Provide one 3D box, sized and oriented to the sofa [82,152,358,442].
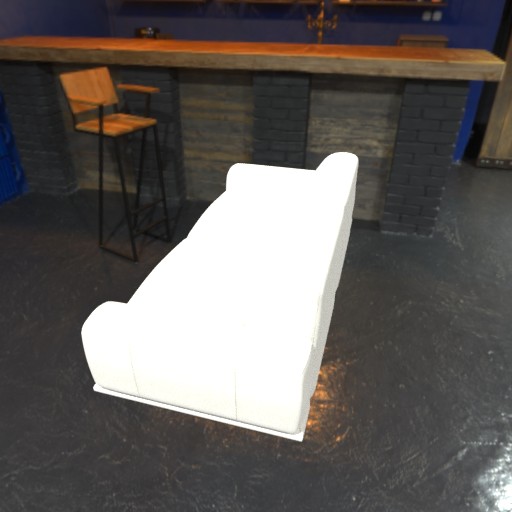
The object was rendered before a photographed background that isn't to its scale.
[{"bbox_3d":[0.000,0.000,2.407,0.900,0.772,1.901,8,32,14],"label":"sofa"}]
